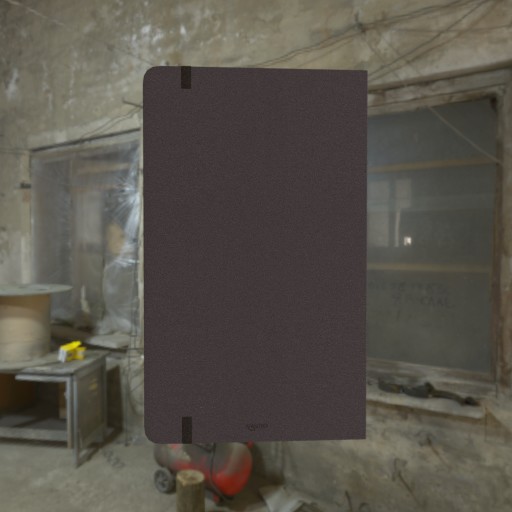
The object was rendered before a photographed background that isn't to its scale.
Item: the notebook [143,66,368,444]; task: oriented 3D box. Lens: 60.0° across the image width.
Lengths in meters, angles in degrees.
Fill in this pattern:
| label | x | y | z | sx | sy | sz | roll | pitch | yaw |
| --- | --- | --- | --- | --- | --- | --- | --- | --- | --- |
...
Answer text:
| label | x | y | z | sx | sy | sz | roll | pitch | yaw |
| --- | --- | --- | --- | --- | --- | --- | --- | --- | --- |
| notebook | 0.000 | 0.000 | 0.259 | 0.127 | 0.213 | 0.016 | 0 | 1 | -3 |
